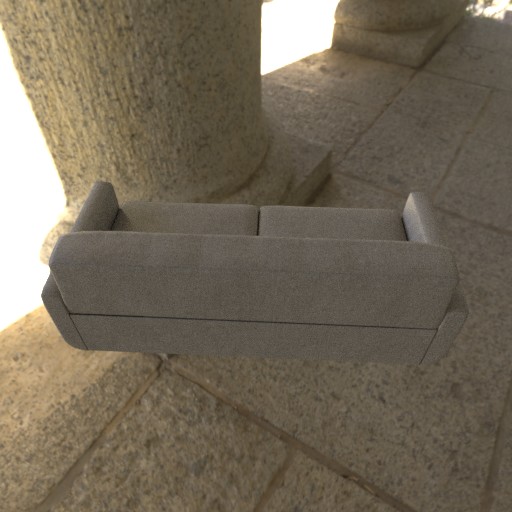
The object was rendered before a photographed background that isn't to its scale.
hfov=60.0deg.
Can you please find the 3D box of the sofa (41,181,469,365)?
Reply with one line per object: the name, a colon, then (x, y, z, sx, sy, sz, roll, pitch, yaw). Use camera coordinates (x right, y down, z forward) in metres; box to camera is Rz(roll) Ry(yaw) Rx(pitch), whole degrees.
sofa: (0.000, 0.000, 2.544, 2.055, 0.873, 0.968, 2, 47, 2)
